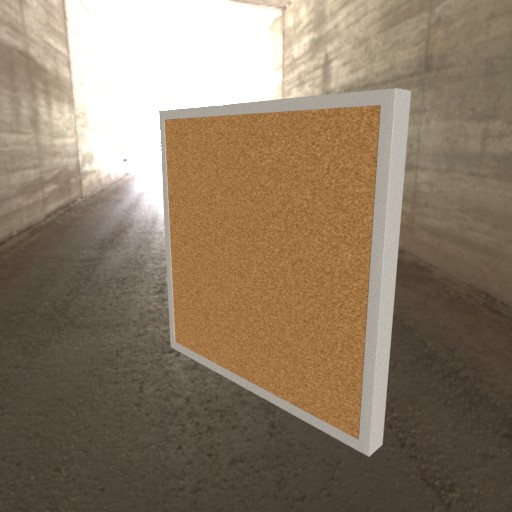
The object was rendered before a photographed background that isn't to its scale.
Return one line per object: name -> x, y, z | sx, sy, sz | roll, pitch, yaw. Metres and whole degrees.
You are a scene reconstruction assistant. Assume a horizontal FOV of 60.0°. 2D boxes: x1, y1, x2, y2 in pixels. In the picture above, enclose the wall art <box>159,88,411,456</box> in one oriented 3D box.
wall art -> 0.000, 0.000, 0.771 | 0.038, 0.505, 0.506 | -14, 20, -43
